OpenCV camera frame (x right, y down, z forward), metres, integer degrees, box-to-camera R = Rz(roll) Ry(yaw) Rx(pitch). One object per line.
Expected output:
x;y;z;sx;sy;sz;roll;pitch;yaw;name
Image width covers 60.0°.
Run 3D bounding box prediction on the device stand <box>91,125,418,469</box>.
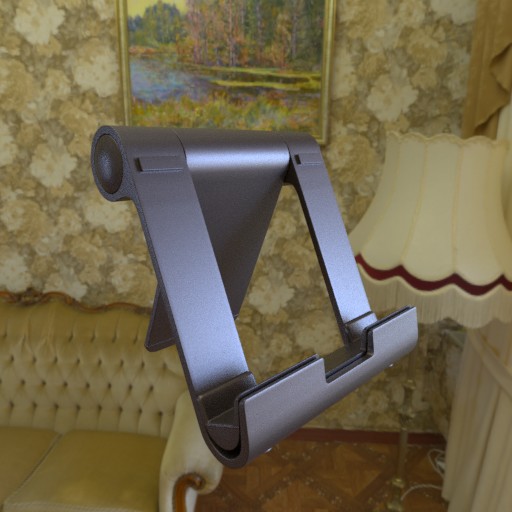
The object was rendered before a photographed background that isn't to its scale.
0.000;0.000;0.150;0.079;0.084;0.088;13;19;43;device stand
